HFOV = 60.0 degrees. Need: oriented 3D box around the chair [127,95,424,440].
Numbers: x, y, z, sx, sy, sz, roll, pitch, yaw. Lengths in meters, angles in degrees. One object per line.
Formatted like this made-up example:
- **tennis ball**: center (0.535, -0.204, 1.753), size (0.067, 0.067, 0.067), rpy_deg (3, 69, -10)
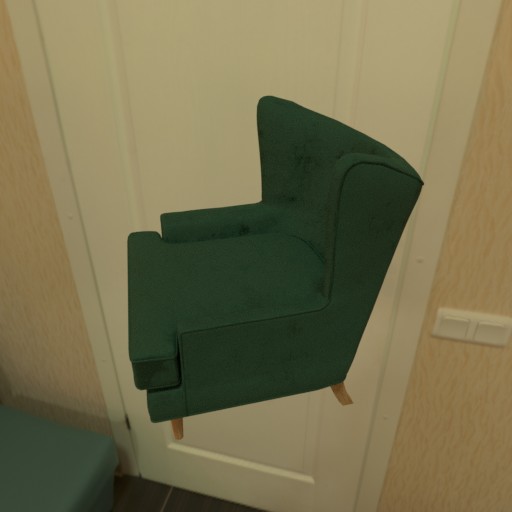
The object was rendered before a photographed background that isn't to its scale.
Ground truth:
- **chair**: center (0.000, 0.000, 1.591), size (0.910, 0.952, 0.793), rpy_deg (-7, 32, -12)
